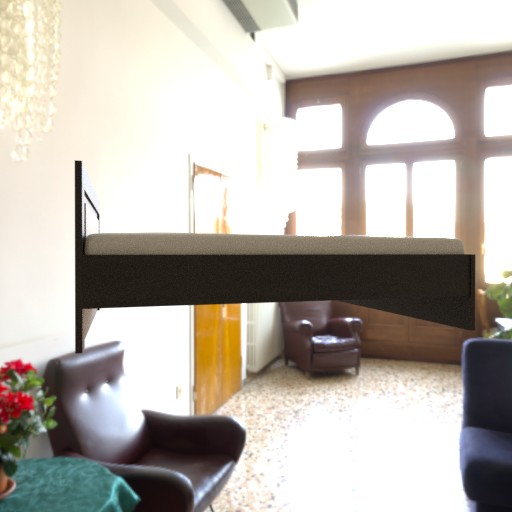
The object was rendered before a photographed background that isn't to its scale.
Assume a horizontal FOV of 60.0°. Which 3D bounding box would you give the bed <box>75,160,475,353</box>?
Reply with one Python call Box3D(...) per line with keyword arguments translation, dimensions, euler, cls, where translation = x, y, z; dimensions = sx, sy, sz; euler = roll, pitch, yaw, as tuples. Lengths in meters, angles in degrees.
Box3D(translation=(0.000, 0.000, 2.926), dimensions=(2.073, 0.823, 1.585), euler=(0, 0, -17), cls="bed")
